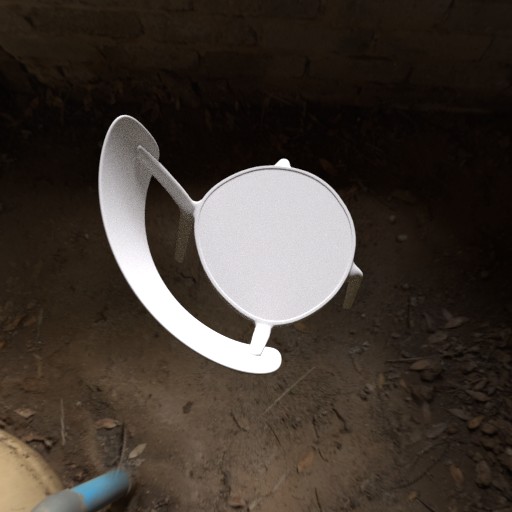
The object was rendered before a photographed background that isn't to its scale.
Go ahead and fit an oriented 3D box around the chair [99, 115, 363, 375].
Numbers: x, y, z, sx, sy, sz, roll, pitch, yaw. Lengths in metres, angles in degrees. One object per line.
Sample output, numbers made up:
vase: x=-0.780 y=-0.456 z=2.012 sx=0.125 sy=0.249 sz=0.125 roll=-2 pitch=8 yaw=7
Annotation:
chair: x=0.000 y=0.000 z=1.104 sx=0.491 sy=0.790 sz=0.506 roll=-30 pitch=78 yaw=-7
